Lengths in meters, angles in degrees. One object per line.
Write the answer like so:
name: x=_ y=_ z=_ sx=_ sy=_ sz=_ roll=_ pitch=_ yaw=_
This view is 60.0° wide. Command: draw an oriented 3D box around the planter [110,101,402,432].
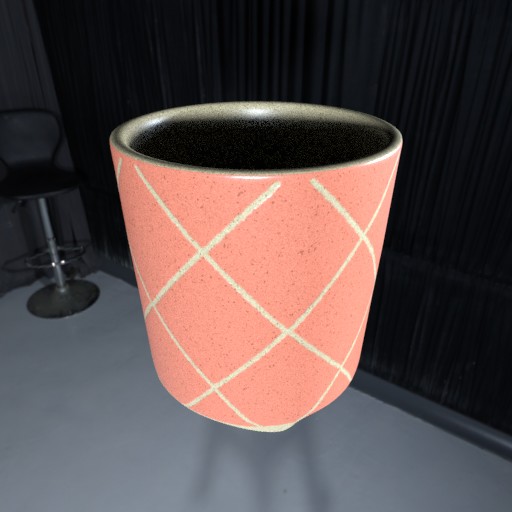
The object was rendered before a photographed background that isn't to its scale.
planter: x=0.000 y=0.000 z=0.348 sx=0.191 sy=0.200 sz=0.191 roll=0 pitch=29 yaw=0
